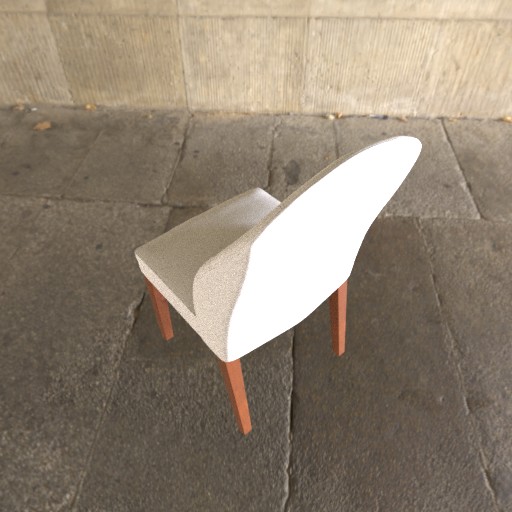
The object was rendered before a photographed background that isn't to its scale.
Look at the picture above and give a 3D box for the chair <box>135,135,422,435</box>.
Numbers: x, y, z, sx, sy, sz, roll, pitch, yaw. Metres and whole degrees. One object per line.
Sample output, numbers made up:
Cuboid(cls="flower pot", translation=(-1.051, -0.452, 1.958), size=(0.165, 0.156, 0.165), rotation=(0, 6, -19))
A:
Cuboid(cls="chair", translation=(0.000, 0.000, 1.198), size=(0.472, 0.893, 0.540), rotation=(-31, 53, -27))
